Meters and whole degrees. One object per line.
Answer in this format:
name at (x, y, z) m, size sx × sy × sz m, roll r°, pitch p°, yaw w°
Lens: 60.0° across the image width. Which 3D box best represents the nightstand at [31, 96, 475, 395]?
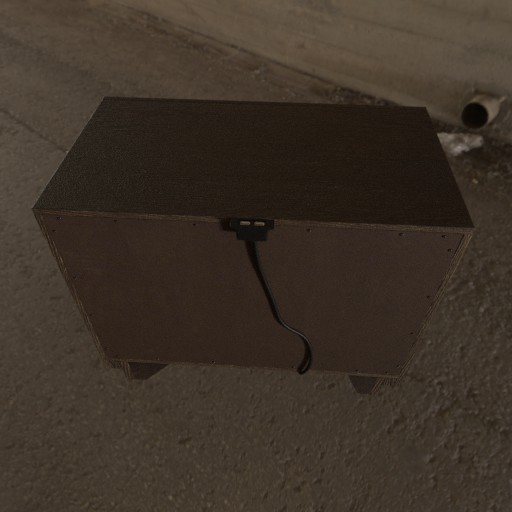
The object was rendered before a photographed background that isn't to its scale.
nightstand at (0.000, 0.000, 1.131) m, size 0.775 × 0.612 × 0.457 m, roll 3°, pitch 46°, yaw 3°
